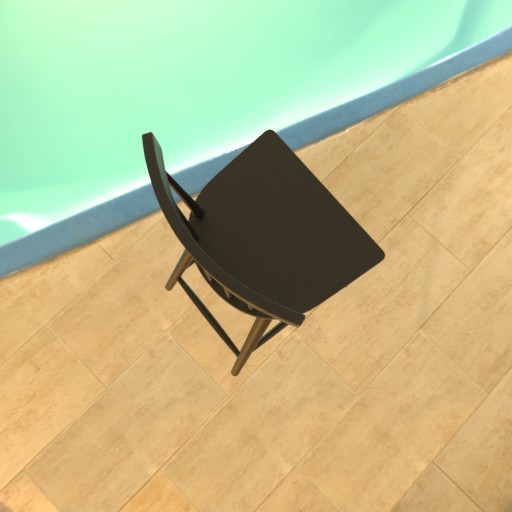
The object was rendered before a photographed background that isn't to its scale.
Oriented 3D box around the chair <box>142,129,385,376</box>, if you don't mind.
[{"bbox_3d":[0.000,0.000,1.286,0.572,0.952,0.483,-38,79,-9],"label":"chair"}]
